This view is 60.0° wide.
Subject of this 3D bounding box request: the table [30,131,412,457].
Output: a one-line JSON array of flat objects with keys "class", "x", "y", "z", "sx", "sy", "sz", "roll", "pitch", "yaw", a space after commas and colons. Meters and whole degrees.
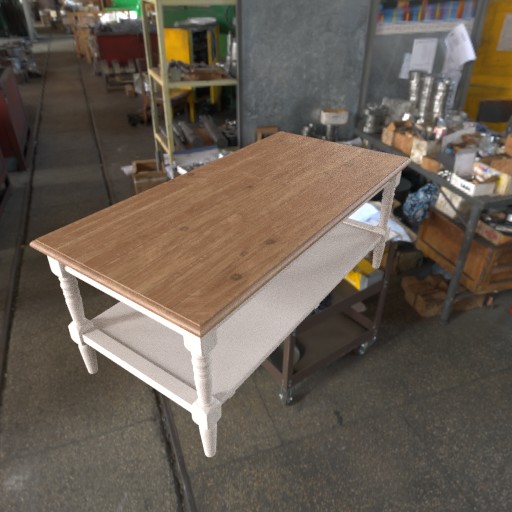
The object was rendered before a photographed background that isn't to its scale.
[{"class": "table", "x": 0.000, "y": 0.000, "z": 1.443, "sx": 0.559, "sy": 0.458, "sz": 1.118, "roll": 21, "pitch": 38, "yaw": 30}]
